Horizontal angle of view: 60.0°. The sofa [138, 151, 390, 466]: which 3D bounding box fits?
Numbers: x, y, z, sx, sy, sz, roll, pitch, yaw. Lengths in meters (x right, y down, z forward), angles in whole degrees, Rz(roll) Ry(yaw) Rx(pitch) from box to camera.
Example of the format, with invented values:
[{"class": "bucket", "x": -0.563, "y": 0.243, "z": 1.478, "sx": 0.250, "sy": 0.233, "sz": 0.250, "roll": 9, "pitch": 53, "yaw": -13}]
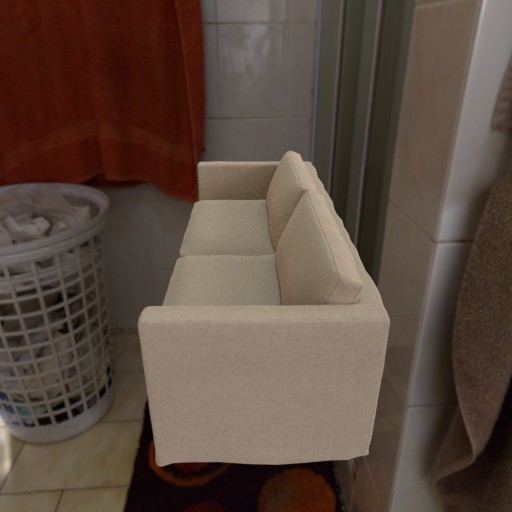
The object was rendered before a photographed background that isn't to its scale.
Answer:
[{"class": "sofa", "x": 0.000, "y": 0.000, "z": 2.737, "sx": 0.962, "sy": 0.853, "sz": 2.312, "roll": 0, "pitch": 26, "yaw": -1}]
